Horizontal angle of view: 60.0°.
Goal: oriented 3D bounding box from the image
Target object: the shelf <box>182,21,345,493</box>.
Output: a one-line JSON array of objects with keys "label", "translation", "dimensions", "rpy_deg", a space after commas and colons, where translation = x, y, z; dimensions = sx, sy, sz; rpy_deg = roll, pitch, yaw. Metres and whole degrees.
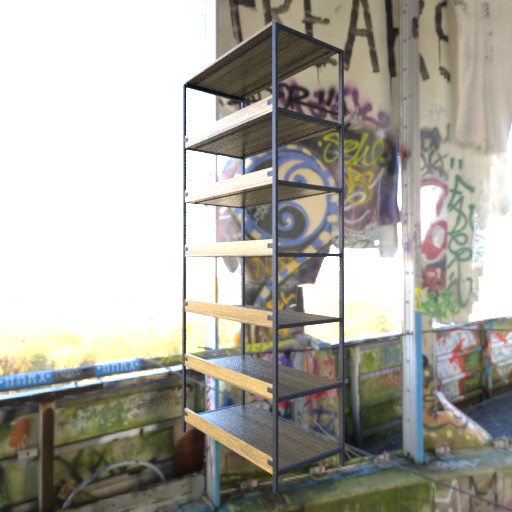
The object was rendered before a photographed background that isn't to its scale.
[{"label": "shelf", "translation": [0.000, 0.000, 2.345], "dimensions": [0.431, 2.015, 0.847], "rpy_deg": [0, -1, -37]}]
